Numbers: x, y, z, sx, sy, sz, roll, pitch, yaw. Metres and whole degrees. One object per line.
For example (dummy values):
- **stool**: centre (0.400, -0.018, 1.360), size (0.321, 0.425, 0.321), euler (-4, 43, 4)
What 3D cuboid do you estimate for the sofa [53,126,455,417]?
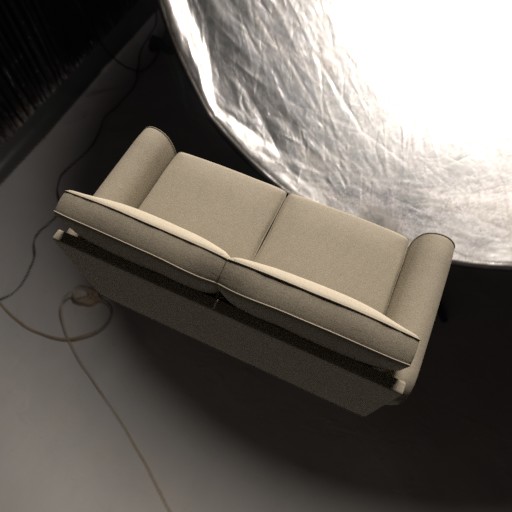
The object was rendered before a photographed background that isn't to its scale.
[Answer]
- **sofa**: centre (0.000, 0.000, 2.244), size (1.774, 0.933, 0.861), euler (22, 66, 11)
